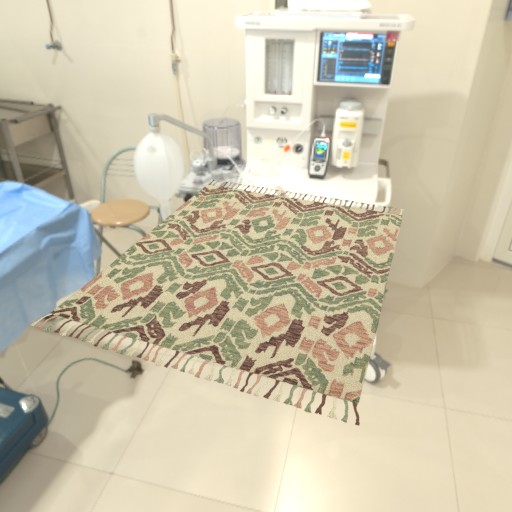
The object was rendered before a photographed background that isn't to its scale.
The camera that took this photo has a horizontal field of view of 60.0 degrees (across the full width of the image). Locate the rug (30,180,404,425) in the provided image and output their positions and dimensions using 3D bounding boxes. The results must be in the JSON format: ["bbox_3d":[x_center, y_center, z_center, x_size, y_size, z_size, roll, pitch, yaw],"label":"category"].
[{"bbox_3d":[0.000,0.000,4.116,2.438,0.010,3.048,12,34,18],"label":"rug"}]
